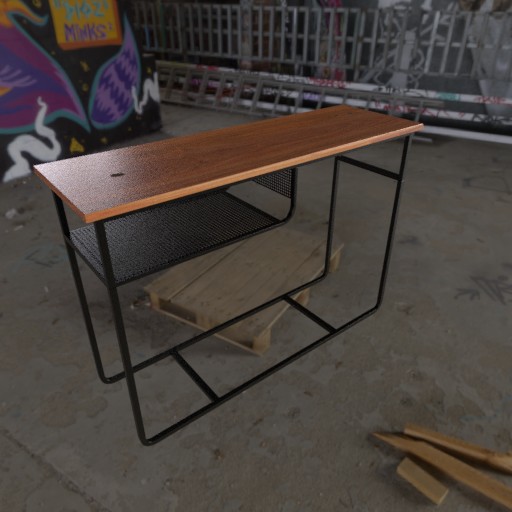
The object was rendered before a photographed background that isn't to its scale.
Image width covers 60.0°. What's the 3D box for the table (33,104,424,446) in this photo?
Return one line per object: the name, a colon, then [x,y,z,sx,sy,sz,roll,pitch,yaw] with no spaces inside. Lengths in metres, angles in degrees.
table: [0.000,0.000,1.441,1.100,0.750,0.350,-22,37,-32]
